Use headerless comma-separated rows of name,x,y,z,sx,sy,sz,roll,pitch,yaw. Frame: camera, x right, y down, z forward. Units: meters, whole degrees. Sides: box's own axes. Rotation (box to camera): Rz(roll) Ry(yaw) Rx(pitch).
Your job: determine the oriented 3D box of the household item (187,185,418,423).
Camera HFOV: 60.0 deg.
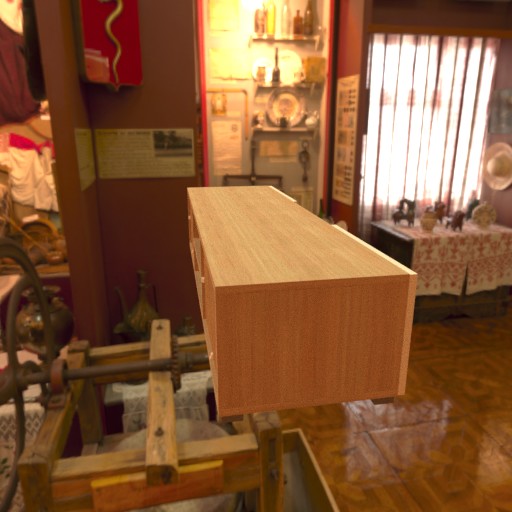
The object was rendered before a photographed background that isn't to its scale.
household item,0.000,0.000,1.582,0.420,0.310,1.400,-3,17,-10
